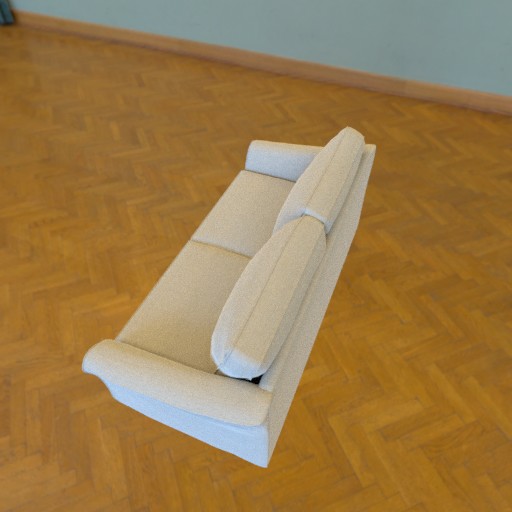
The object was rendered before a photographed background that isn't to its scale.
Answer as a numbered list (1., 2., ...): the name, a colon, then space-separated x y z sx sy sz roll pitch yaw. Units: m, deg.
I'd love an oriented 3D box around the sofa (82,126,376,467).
1. sofa: 0.000 0.000 2.804 0.980 0.965 2.270 16 48 15
